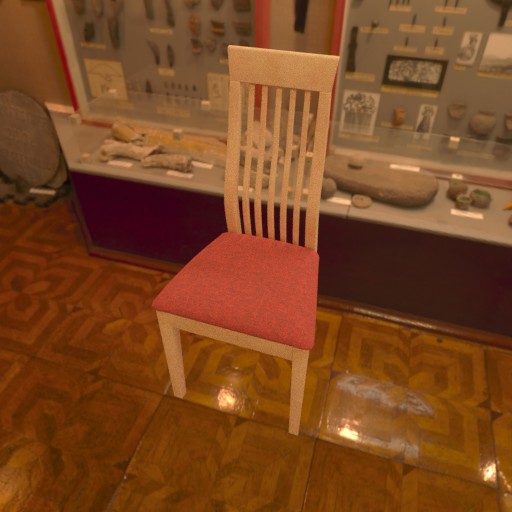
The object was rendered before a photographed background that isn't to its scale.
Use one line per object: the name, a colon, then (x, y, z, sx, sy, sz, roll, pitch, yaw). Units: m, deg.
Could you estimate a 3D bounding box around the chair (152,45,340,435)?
chair: (0.000, 0.000, 1.299, 0.460, 1.027, 0.474, 13, 42, 14)
